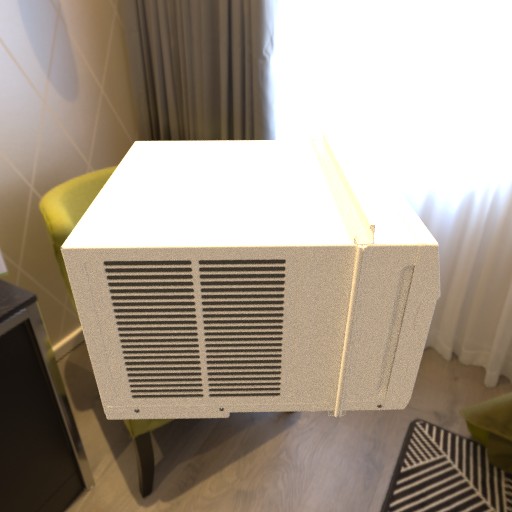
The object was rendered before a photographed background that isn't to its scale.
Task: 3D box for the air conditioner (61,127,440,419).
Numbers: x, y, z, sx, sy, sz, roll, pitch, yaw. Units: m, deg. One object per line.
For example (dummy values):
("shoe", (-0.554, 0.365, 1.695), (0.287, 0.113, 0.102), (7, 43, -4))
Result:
("air conditioner", (0.000, 0.000, 0.898), (0.546, 0.388, 0.503), (-1, 32, -1))
